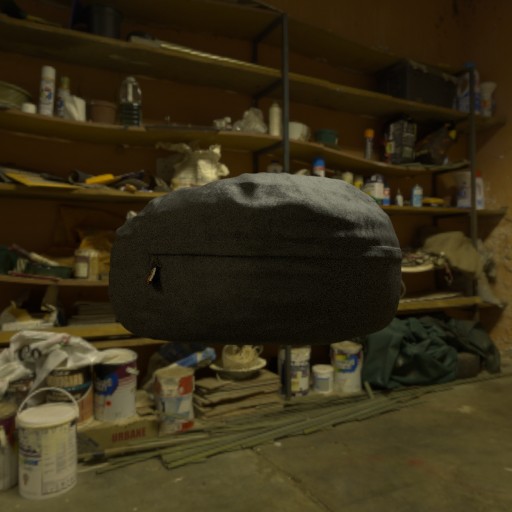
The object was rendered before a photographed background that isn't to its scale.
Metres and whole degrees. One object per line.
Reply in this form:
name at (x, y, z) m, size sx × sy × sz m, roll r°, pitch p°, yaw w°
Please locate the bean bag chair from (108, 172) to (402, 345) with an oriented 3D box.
bean bag chair at (0.000, 0.000, 2.432) m, size 1.525 × 0.751 × 1.525 m, roll 0°, pitch 0°, yaw 0°
